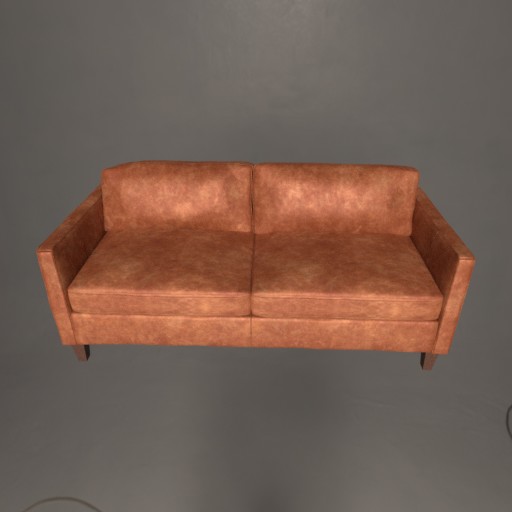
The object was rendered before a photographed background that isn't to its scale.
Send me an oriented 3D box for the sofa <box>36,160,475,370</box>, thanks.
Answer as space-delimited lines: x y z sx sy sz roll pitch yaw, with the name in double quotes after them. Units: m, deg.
0.000 0.000 2.433 1.971 0.863 0.923 1 30 2 "sofa"
